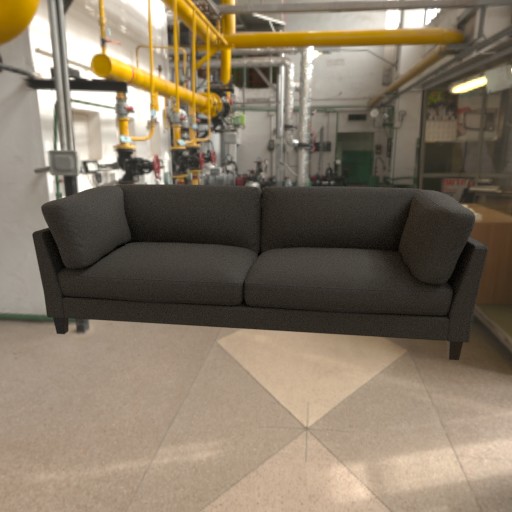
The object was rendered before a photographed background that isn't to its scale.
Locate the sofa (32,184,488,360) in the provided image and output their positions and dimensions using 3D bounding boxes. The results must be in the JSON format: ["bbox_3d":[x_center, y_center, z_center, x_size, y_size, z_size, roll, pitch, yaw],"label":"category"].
[{"bbox_3d":[0.000,0.000,2.684,2.312,0.792,0.969,2,14,8],"label":"sofa"}]
